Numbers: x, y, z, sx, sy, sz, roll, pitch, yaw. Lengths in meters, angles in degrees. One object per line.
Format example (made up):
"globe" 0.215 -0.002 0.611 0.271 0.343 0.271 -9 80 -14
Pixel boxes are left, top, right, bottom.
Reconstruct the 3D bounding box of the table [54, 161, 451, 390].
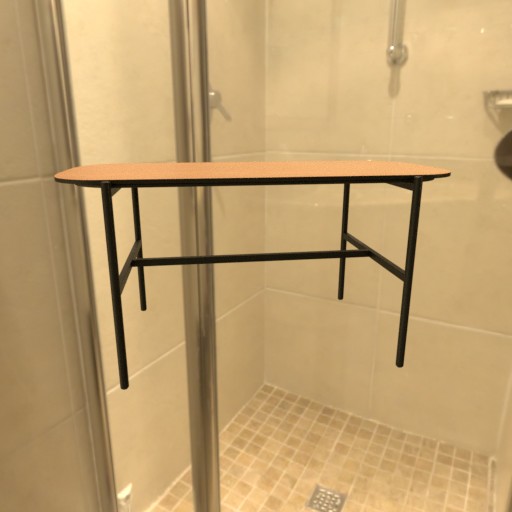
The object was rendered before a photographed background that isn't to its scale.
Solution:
"table" 0.000 0.000 1.026 0.800 0.400 0.400 -2 16 -8
